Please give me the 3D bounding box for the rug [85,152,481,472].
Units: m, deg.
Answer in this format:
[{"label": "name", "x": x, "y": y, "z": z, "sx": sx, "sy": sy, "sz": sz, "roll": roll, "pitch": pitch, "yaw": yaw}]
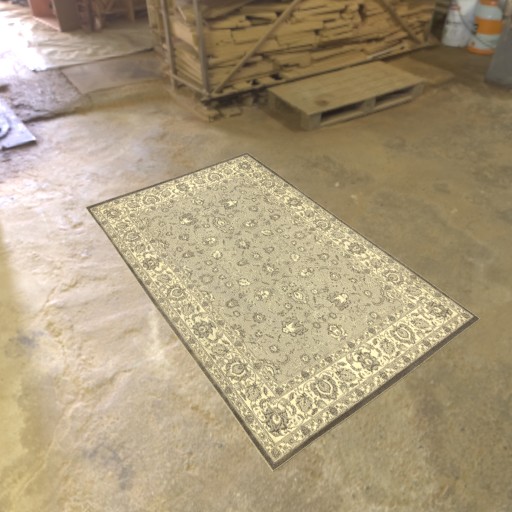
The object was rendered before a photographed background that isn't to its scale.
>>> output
[{"label": "rug", "x": 0.000, "y": 0.000, "z": 3.007, "sx": 1.524, "sy": 0.011, "sz": 2.438, "roll": -25, "pitch": 47, "yaw": -25}]
